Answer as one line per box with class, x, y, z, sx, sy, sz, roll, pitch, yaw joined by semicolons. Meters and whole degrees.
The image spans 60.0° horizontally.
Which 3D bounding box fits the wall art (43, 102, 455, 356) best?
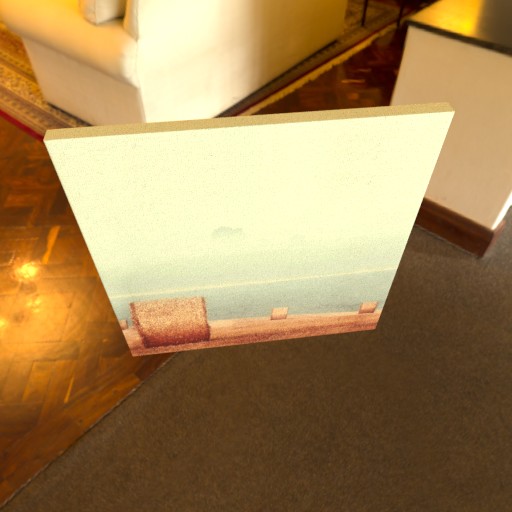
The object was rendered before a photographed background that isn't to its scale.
wall art;0.000;0.000;0.882;0.605;0.605;0.034;-5;48;-5
